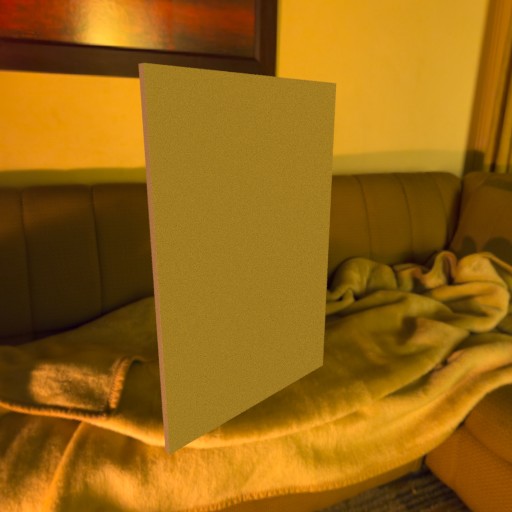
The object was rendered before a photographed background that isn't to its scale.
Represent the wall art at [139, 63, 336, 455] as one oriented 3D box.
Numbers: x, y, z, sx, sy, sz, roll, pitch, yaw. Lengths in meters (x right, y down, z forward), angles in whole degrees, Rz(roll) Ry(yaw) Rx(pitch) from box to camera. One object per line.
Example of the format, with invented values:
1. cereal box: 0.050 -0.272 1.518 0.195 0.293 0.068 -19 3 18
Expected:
1. wall art: 0.000 0.000 0.625 0.325 0.474 0.010 -15 22 -42
